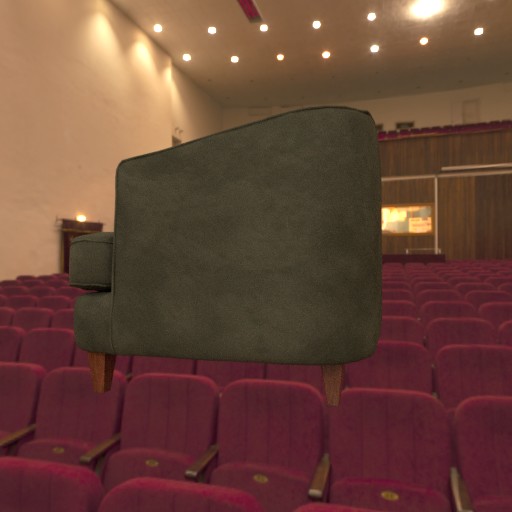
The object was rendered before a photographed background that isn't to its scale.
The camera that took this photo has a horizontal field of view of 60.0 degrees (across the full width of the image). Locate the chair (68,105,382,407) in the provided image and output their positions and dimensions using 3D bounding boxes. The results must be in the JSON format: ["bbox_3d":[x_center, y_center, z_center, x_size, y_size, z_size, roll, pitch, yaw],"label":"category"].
[{"bbox_3d":[0.000,0.000,1.737,0.941,0.852,1.104,0,-1,17],"label":"chair"}]
